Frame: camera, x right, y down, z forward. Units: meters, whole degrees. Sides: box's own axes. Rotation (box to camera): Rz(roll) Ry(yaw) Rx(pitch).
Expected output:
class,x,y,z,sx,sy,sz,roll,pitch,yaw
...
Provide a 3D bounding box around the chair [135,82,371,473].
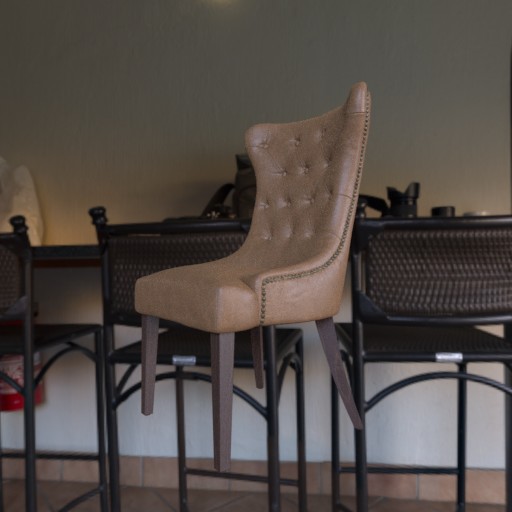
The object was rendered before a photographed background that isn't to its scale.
class,x,y,z,sx,sy,sz,roll,pitch,yaw
chair,0.000,0.000,1.456,0.669,1.065,0.611,0,0,-36
